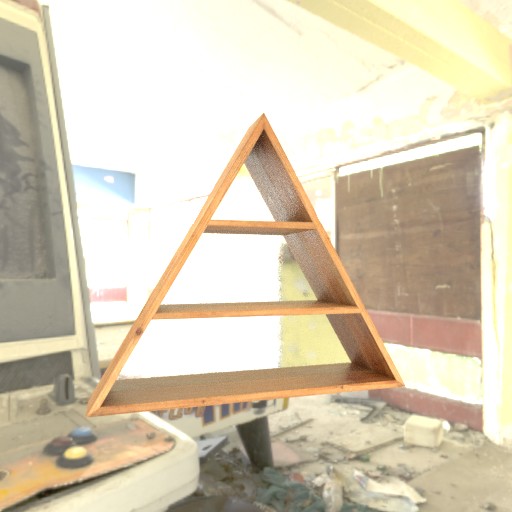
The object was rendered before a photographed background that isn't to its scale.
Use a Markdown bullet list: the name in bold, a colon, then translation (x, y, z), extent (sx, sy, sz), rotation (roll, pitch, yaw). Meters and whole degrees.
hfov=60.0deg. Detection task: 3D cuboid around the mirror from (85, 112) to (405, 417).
- **mirror**: translation (0.000, 0.000, 0.887), extent (0.631, 0.548, 0.100), rotation (0, -1, -18)
